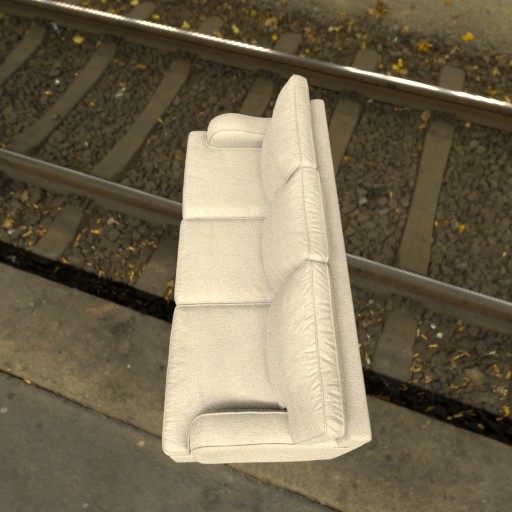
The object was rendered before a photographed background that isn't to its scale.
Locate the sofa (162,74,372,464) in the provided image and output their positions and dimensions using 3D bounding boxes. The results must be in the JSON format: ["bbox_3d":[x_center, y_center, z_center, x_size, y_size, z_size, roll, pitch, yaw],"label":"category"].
[{"bbox_3d":[0.000,0.000,2.809,1.016,0.991,2.323,-1,59,-1],"label":"sofa"}]
